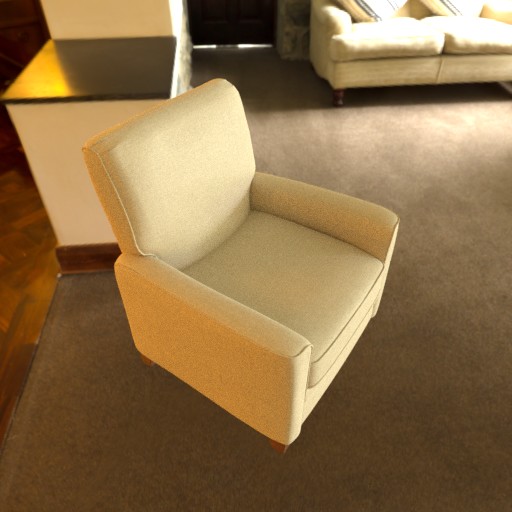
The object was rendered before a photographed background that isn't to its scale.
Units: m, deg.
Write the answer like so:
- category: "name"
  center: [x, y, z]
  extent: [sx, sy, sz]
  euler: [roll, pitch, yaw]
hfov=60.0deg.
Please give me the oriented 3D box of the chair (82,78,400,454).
- category: "chair"
  center: [0.000, 0.000, 1.673]
  extent: [0.858, 1.023, 0.841]
  euler: [24, 47, 25]
